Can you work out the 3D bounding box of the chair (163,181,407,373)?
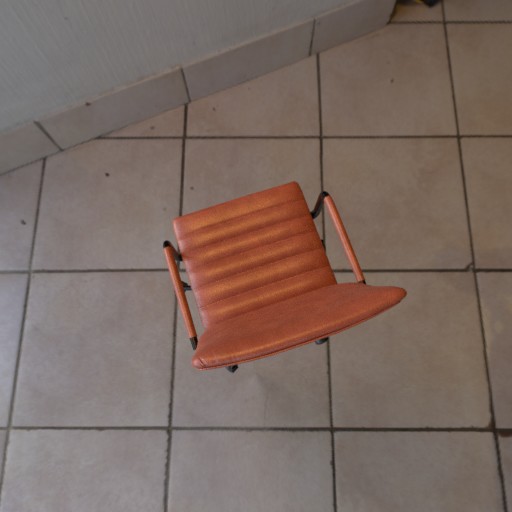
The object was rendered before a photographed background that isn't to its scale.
[{"bbox_3d":[0.000,0.000,1.269,0.600,0.878,0.578,-18,76,-5],"label":"chair"}]
